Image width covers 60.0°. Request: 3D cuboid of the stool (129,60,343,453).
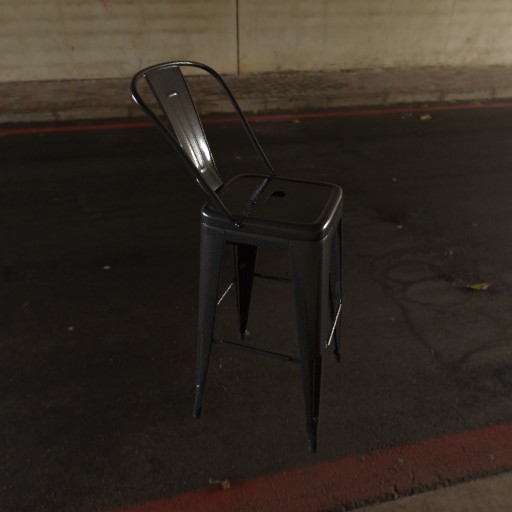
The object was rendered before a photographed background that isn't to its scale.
[{"bbox_3d":[0.000,0.000,1.297,0.528,1.022,0.432,10,32,17],"label":"stool"}]
